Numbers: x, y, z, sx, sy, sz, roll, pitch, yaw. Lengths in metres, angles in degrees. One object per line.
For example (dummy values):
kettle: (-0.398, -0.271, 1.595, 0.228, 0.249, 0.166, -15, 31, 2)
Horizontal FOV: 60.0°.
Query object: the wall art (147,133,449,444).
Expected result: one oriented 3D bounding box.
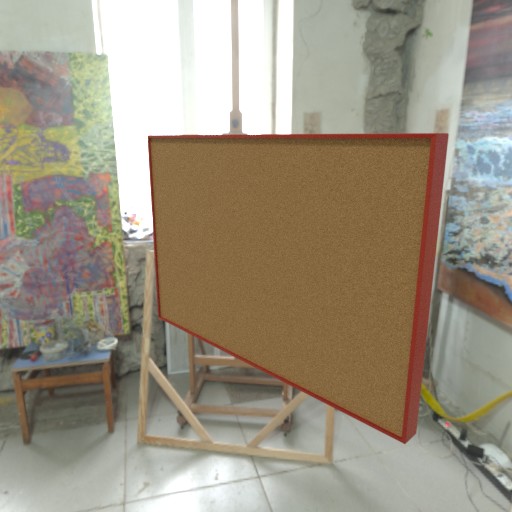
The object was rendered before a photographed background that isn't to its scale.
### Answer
wall art: (0.000, 0.000, 0.765, 0.033, 0.405, 0.607, -14, 21, -43)
